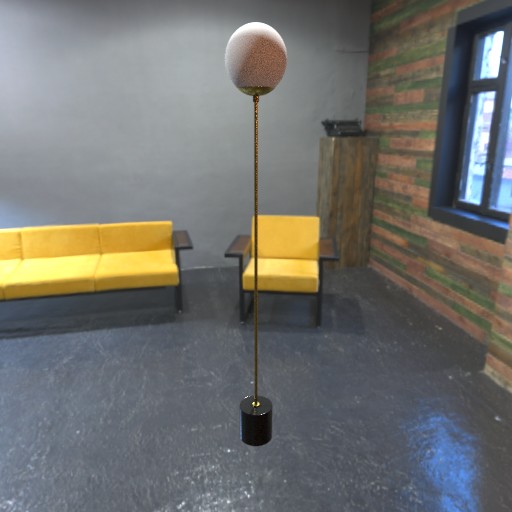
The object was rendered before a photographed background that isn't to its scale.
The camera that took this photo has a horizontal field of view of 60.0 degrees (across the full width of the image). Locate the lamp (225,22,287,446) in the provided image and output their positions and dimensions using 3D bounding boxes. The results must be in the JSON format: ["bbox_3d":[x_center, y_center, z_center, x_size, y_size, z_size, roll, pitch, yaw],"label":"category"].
[{"bbox_3d":[0.000,0.000,1.839,0.229,1.748,0.229,-3,16,-9],"label":"lamp"}]
